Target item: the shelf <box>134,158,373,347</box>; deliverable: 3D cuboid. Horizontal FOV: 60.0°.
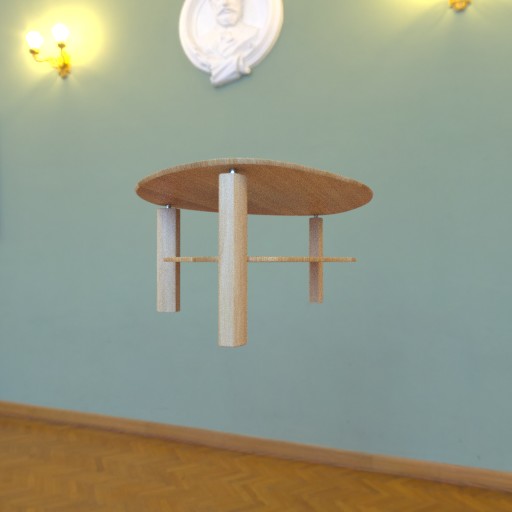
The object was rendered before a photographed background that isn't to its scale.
[{"bbox_3d":[0.000,0.000,1.652,0.845,0.440,1.246,0,-1,18],"label":"shelf"}]
